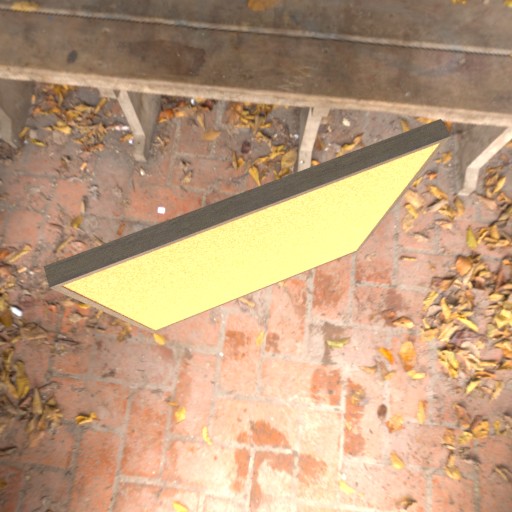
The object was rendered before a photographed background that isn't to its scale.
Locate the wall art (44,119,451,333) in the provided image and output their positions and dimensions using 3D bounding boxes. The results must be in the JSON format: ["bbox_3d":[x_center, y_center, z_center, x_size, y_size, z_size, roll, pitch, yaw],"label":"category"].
[{"bbox_3d":[0.000,0.000,1.147,0.758,0.758,0.039,-21,76,-6],"label":"wall art"}]
